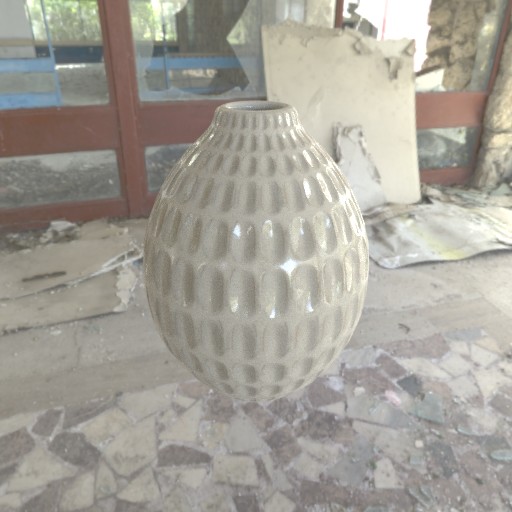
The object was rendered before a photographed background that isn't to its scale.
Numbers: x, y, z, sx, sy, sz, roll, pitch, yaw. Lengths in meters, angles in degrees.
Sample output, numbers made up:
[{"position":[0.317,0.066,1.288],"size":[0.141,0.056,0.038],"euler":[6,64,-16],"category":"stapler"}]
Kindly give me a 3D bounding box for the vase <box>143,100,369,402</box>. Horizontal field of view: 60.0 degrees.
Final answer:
[{"position":[0.000,0.000,0.257],"size":[0.128,0.167,0.128],"euler":[0,27,0],"category":"vase"}]
